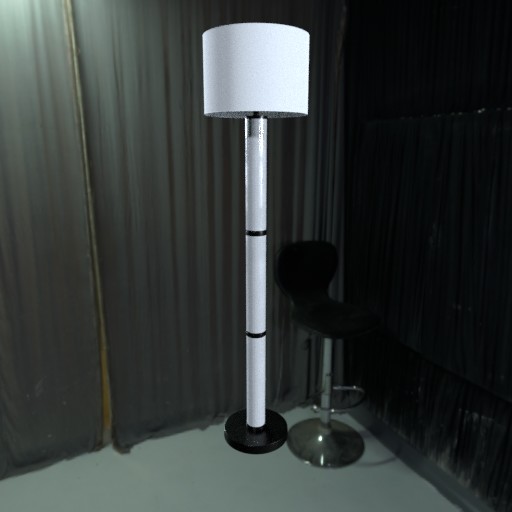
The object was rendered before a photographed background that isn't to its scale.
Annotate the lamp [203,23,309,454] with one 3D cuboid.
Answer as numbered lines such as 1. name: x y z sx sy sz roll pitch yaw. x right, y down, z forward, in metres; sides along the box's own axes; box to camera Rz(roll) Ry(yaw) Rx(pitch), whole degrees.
1. lamp: 0.000 0.000 1.752 0.377 1.599 0.377 -7 16 -27
